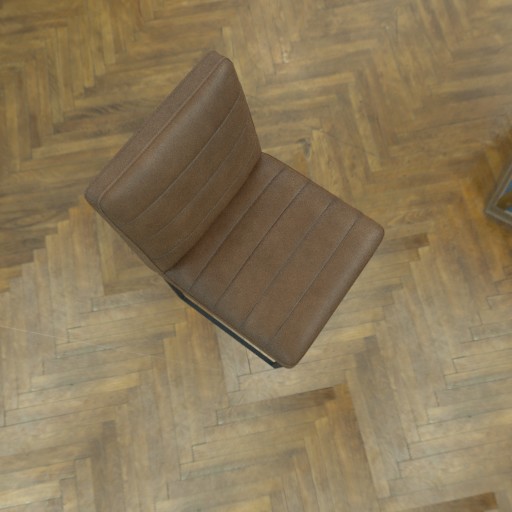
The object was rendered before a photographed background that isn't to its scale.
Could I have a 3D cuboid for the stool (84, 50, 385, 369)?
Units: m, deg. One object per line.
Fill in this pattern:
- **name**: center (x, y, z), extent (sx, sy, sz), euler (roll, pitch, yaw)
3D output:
- **stool**: center (0.000, 0.000, 1.355), extent (0.556, 1.040, 0.458), euler (35, 78, 9)
